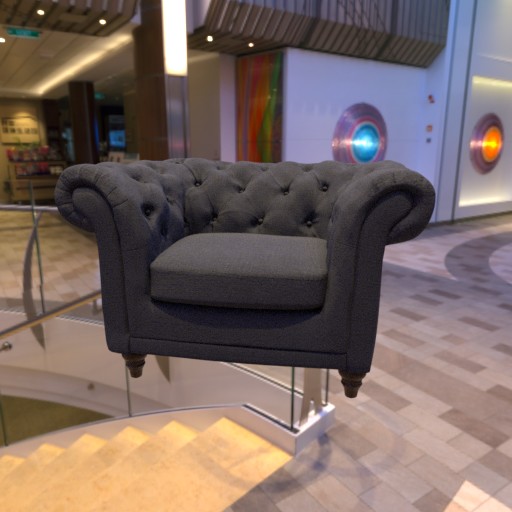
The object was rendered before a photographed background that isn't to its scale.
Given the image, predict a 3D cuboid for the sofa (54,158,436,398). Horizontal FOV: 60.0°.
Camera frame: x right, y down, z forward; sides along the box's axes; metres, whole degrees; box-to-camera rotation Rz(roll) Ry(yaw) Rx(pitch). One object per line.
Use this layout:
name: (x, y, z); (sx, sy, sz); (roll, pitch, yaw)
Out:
sofa: (0.000, 0.000, 2.065); (1.405, 0.878, 1.032); (2, 14, 10)
